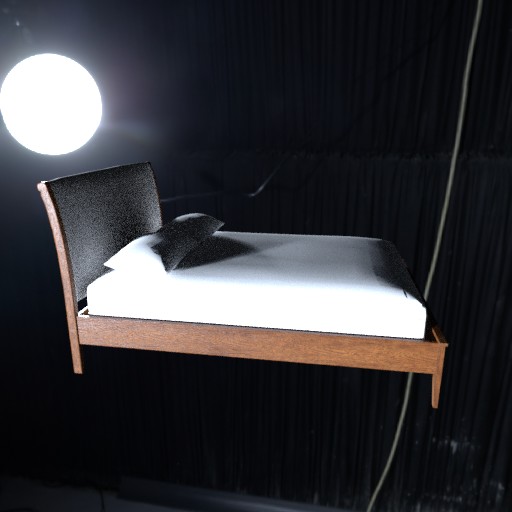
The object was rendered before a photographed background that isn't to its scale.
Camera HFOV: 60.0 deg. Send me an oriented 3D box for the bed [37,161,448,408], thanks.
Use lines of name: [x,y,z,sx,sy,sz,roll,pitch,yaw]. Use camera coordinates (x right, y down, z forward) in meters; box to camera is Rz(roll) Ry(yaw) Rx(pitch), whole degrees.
bed: [0.000,0.000,3.293,2.380,1.250,1.612,3,17,9]
